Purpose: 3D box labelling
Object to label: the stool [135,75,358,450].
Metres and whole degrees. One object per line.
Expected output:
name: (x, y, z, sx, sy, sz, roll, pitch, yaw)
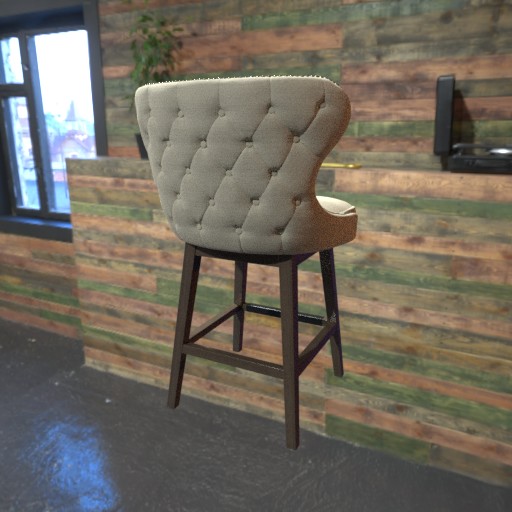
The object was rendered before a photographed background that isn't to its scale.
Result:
stool: (0.000, 0.000, 1.368, 0.615, 0.972, 0.597, 8, 17, 26)
